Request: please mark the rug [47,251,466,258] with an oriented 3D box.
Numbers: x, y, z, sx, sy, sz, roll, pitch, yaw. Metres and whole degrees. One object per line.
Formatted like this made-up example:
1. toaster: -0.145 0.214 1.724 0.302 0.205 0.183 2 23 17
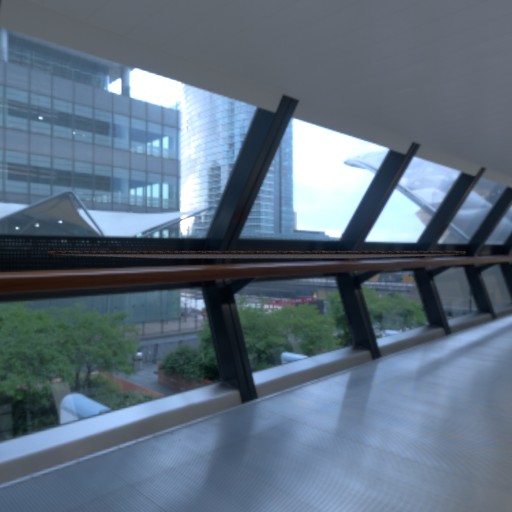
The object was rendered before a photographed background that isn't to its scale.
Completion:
1. rug: 0.000 0.000 4.052 2.411 0.020 3.032 0 -1 0
